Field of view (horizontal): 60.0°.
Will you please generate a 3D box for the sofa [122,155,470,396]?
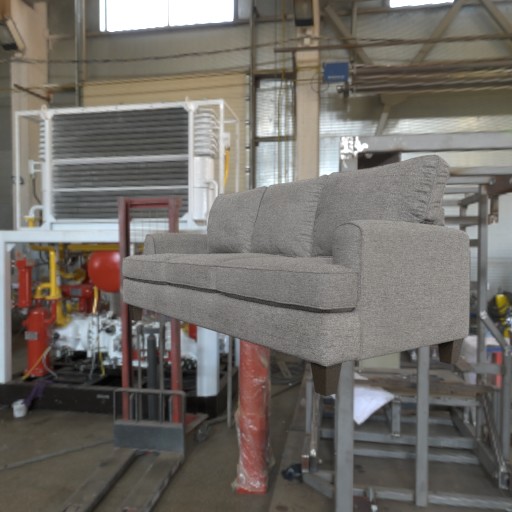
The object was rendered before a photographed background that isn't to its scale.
[{"bbox_3d":[0.000,0.000,2.644,0.951,0.965,2.158,-1,1,-35],"label":"sofa"}]
